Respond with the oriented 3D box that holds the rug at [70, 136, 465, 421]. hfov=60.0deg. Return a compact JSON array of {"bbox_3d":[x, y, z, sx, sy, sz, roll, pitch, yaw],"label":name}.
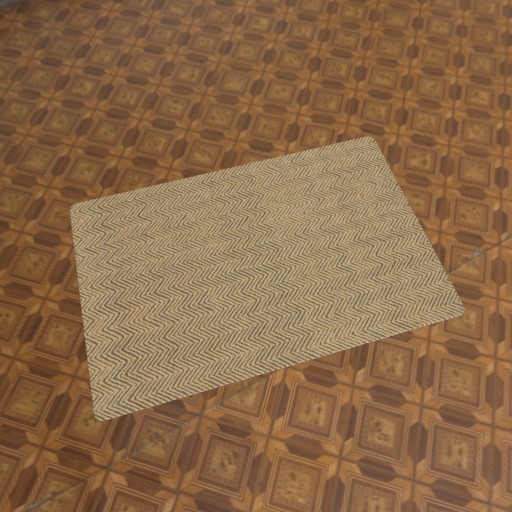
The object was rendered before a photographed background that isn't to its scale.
[{"bbox_3d":[0.000,0.000,2.238,1.752,0.008,1.144,-15,64,-7],"label":"rug"}]
